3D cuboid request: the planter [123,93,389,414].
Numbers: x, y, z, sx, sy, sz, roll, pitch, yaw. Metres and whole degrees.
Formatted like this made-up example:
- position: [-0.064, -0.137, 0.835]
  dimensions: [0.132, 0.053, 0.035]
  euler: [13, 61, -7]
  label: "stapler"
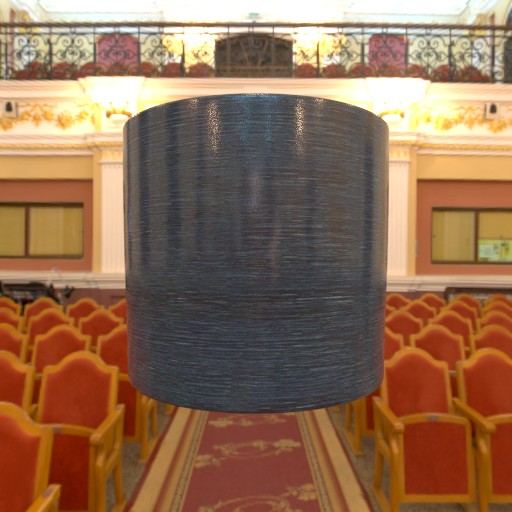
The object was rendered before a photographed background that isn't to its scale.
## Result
- position: [0.000, 0.000, 0.384]
  dimensions: [0.221, 0.201, 0.221]
  euler: [0, 0, 0]
  label: "planter"
